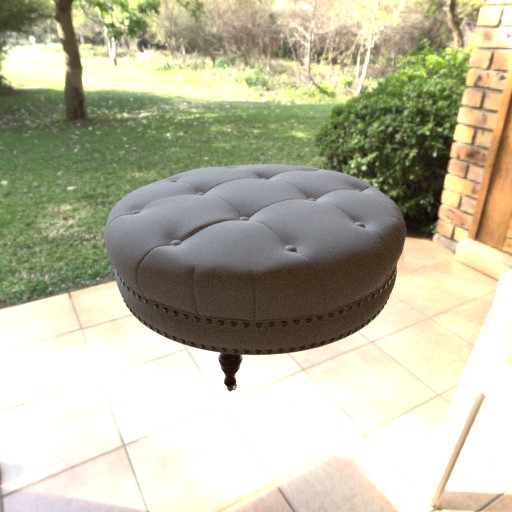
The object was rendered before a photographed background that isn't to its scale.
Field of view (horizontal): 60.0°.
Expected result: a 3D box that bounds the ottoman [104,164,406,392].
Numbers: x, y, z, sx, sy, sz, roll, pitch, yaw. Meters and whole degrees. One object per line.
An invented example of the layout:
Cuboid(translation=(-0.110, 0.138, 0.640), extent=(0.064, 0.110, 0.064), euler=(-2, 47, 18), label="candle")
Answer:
Cuboid(translation=(0.000, 0.000, 1.502), extent=(0.940, 0.483, 0.940), euler=(0, 28, 0), label="ottoman")
